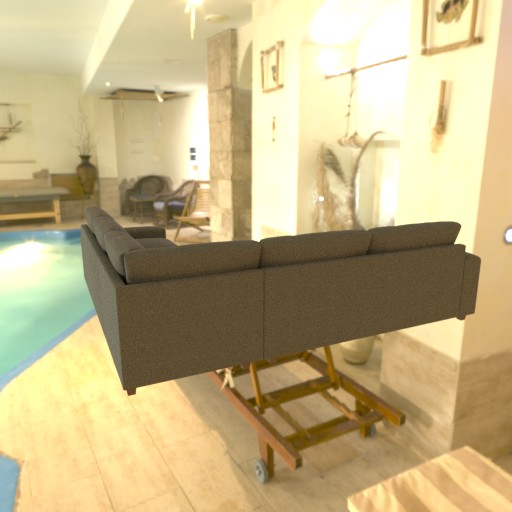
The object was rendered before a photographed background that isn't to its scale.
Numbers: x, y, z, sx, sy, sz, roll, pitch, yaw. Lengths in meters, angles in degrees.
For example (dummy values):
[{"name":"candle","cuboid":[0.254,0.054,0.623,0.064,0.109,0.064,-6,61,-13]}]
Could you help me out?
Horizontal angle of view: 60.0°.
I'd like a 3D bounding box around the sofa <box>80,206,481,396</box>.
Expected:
[{"name":"sofa","cuboid":[0.000,0.000,4.730,3.277,0.965,2.895,-6,15,-25]}]
